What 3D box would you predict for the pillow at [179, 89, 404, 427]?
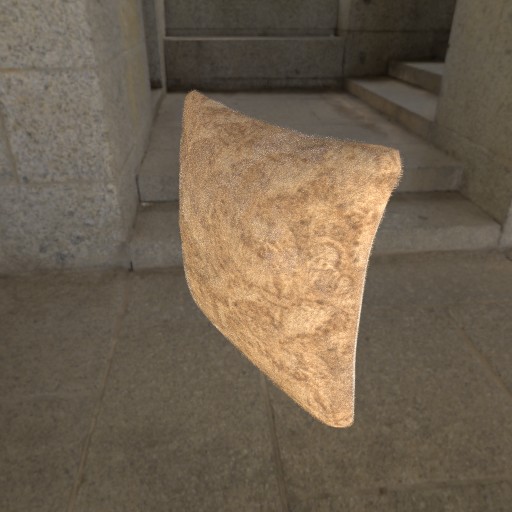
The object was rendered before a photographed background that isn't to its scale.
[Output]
[{"bbox_3d":[0.000,0.000,0.825,0.216,0.525,0.538,-19,35,-30],"label":"pillow"}]
